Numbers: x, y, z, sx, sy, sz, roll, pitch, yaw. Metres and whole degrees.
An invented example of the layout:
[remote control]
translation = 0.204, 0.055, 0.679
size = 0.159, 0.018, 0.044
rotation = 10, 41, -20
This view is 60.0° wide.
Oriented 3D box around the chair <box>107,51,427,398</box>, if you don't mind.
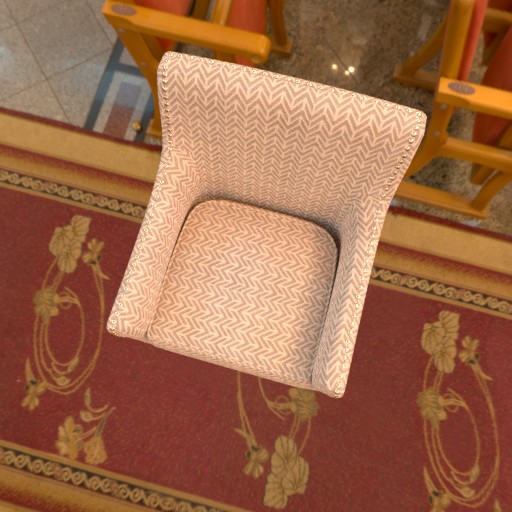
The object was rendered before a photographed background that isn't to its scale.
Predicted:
[chair]
translation = 0.000, 0.000, 1.288
size = 0.623, 0.816, 0.651
rotation = 15, 76, 4
